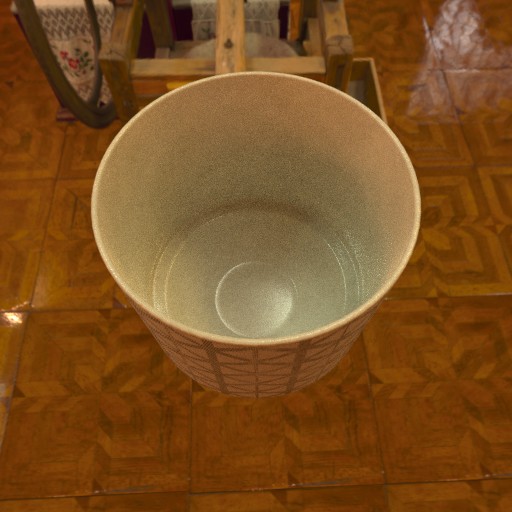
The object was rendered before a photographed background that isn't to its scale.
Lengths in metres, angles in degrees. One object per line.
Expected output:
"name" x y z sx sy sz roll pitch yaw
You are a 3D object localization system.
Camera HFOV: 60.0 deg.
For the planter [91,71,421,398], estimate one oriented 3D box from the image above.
"planter" 0.000 0.000 0.338 0.190 0.181 0.190 0 63 0
